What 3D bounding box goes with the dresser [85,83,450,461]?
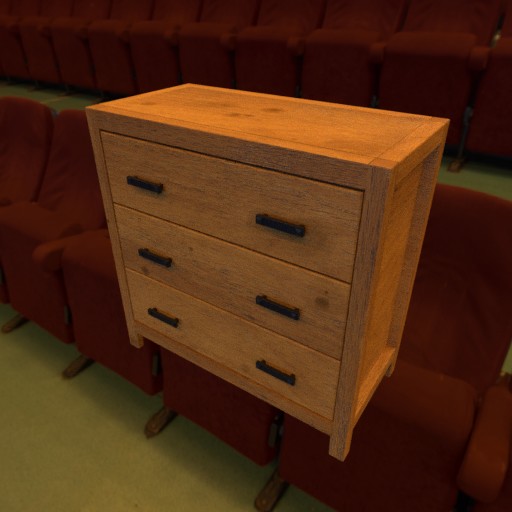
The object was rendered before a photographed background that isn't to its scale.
[{"bbox_3d":[0.000,0.000,1.279,0.804,0.804,0.427,19,36,29],"label":"dresser"}]
